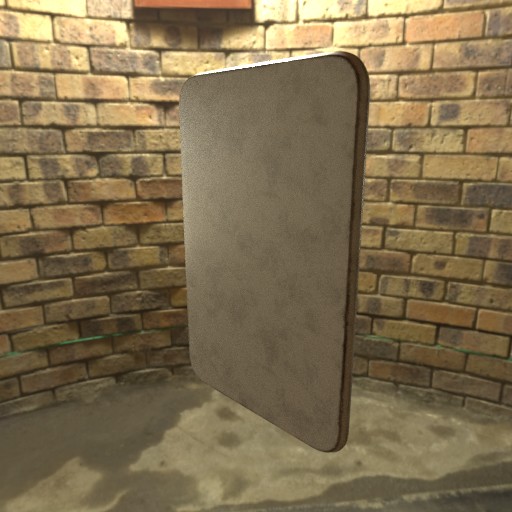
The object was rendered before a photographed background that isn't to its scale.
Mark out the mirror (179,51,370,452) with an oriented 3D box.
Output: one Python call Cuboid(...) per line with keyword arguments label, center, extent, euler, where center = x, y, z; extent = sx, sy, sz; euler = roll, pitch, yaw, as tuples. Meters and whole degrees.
Cuboid(label="mirror", center=(0.000, 0.000, 0.883), extent=(0.461, 0.713, 0.024), euler=(14, 21, 43))
